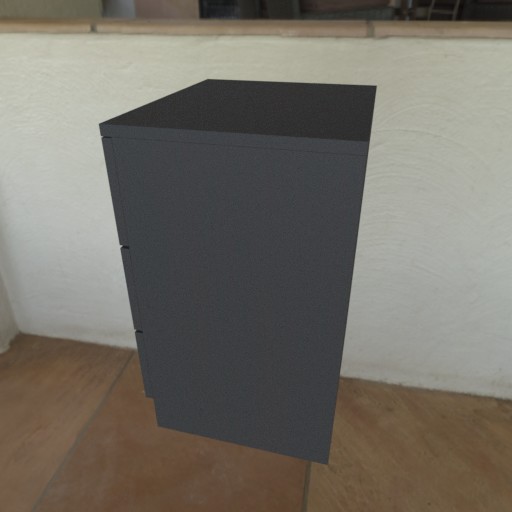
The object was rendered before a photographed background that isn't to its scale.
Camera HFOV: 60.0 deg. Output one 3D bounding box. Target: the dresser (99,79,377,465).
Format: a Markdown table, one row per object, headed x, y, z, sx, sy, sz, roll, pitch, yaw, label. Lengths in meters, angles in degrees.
| x | y | z | sx | sy | sz | roll | pitch | yaw | label |
| --- | --- | --- | --- | --- | --- | --- | --- | --- | --- |
| 0.000 | 0.000 | 0.833 | 0.360 | 0.560 | 0.400 | 7 | 30 | 13 | dresser |
